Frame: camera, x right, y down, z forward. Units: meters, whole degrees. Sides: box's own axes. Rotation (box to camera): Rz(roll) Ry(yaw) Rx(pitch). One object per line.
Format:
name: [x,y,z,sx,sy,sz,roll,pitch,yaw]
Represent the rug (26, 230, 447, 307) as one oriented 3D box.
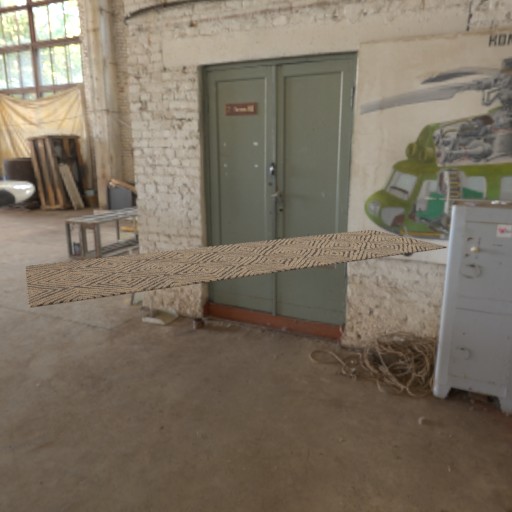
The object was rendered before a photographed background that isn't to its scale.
rug: [0.000,0.000,2.465,2.277,0.008,0.676,-7,15,-27]
